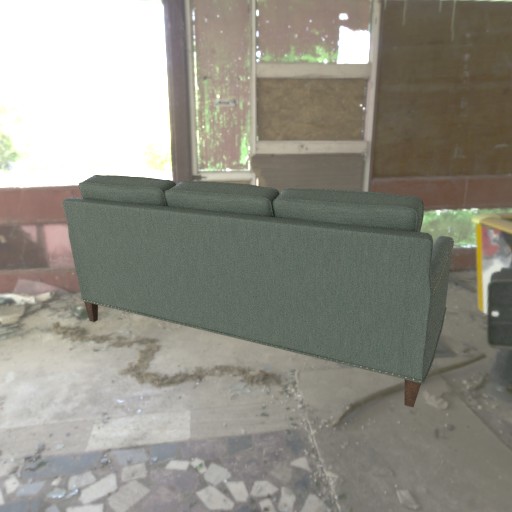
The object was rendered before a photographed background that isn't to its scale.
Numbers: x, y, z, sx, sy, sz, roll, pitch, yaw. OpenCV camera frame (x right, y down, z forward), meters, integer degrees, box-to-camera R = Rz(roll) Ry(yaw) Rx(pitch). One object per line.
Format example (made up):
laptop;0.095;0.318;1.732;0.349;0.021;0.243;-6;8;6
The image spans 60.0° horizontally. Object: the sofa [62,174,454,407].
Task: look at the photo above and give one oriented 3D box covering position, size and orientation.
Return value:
sofa;0.000;0.000;2.815;2.246;1.003;1.084;8;18;26
